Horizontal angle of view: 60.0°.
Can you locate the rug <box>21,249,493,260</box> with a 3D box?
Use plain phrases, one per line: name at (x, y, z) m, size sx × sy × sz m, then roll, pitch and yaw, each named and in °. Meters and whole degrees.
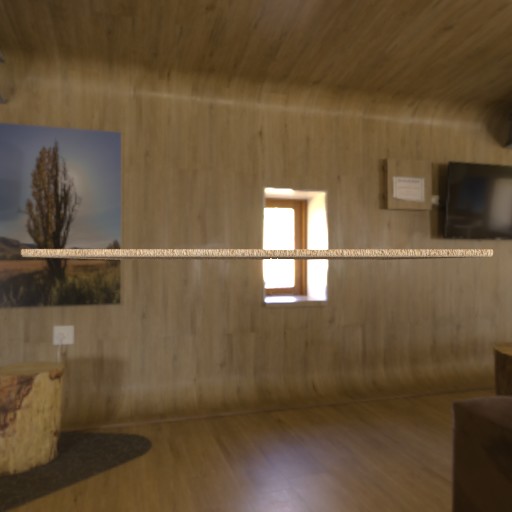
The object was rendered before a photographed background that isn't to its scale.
rug at (0.000, 0.000, 2.084) m, size 1.600 × 0.025 × 1.199 m, roll 0°, pitch -1°, yaw -1°
